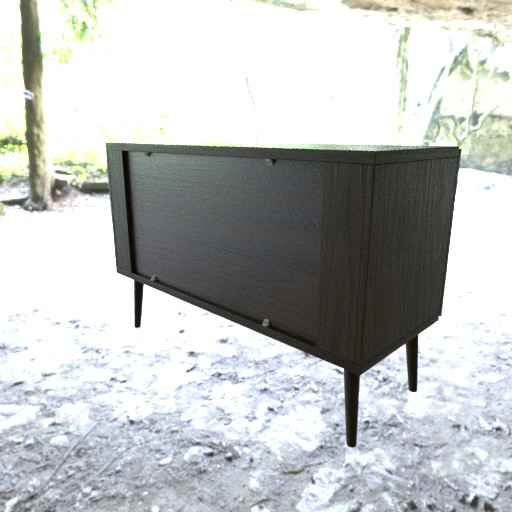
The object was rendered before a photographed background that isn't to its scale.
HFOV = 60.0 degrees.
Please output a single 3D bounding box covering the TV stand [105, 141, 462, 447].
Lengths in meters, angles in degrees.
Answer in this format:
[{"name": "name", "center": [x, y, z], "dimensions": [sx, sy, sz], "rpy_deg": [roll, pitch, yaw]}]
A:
[{"name": "TV stand", "center": [0.000, 0.000, 1.347], "dimensions": [0.990, 0.660, 0.405], "rpy_deg": [15, 21, 42]}]
